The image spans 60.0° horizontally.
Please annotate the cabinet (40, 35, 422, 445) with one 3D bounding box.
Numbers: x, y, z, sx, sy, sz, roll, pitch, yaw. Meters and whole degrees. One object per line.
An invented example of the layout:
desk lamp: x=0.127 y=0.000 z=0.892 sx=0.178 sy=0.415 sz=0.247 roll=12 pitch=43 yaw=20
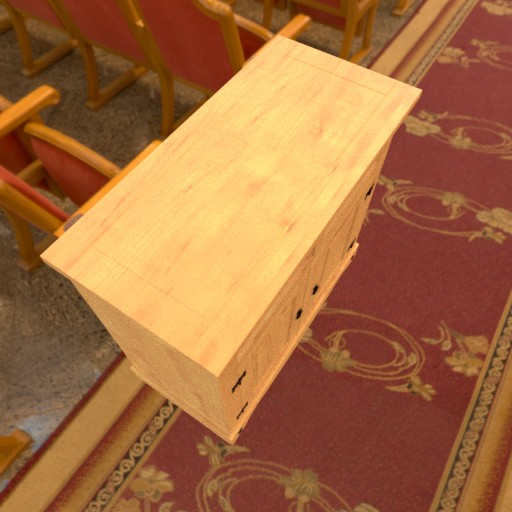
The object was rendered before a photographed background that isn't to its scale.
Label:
cabinet: x=0.000 y=0.000 z=1.397 sx=0.450 sy=0.840 sz=0.920 roll=29 pitch=63 yaw=17
